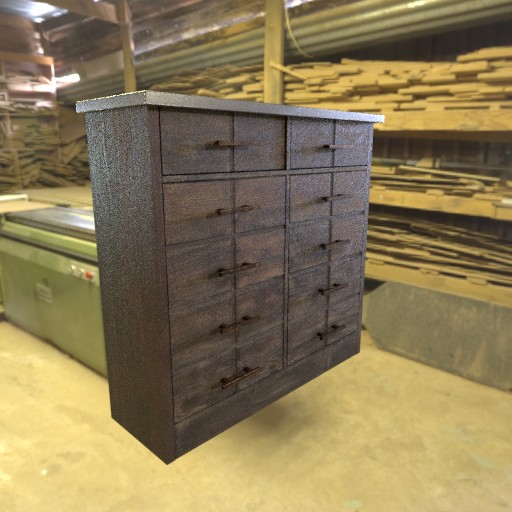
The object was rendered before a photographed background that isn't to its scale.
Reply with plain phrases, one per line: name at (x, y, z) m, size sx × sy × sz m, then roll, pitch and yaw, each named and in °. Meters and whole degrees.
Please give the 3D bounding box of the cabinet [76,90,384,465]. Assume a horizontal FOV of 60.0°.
cabinet at (0.000, 0.000, 1.459) m, size 0.338 × 0.919 × 0.968 m, roll 13°, pitch 19°, yaw 43°
